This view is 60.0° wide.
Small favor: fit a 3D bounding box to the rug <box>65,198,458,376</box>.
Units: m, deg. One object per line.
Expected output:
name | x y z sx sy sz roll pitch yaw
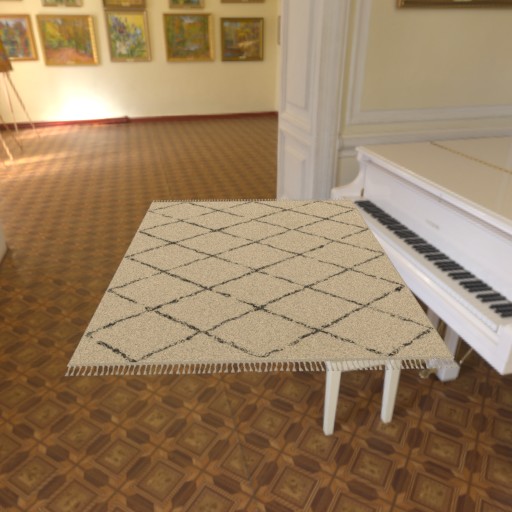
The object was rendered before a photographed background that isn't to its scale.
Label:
rug | 0.000 0.000 4.004 2.380 0.013 3.051 -1 27 -2
